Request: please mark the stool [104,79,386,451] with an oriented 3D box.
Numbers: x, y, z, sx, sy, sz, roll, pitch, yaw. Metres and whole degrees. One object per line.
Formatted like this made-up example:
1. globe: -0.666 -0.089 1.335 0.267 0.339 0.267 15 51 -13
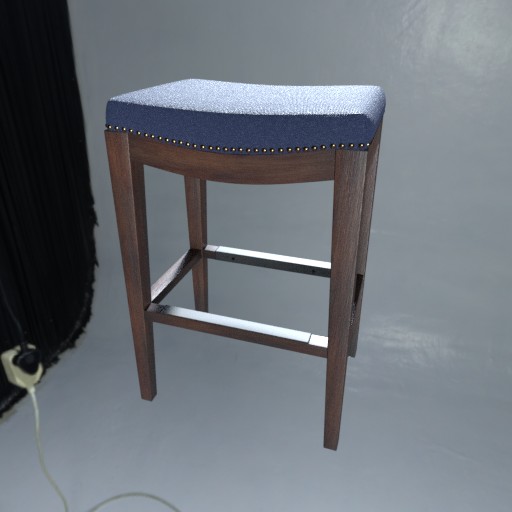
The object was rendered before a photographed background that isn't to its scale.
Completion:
1. stool: 0.000 0.000 1.042 0.498 0.740 0.358 9 29 16
